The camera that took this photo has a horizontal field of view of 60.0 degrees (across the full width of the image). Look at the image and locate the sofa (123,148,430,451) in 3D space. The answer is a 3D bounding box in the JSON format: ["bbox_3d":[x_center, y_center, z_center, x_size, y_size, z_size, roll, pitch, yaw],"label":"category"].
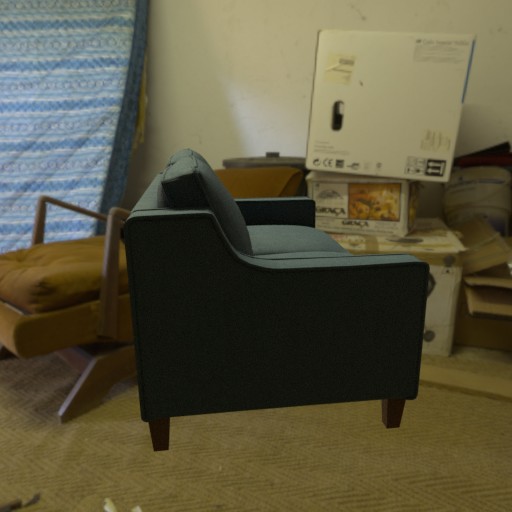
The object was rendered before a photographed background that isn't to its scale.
[{"bbox_3d":[0.000,0.000,2.134,0.987,0.971,1.501,-2,16,-8],"label":"sofa"}]
